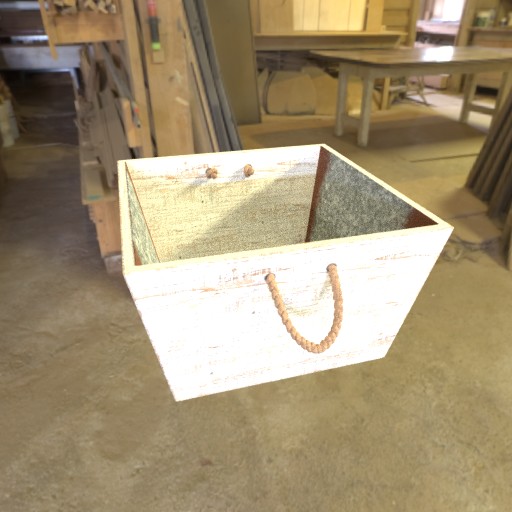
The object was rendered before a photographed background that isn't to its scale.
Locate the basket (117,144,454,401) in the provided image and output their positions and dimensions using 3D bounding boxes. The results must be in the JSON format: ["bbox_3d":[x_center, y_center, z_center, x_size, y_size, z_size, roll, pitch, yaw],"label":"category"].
[{"bbox_3d":[0.000,0.000,0.754,0.413,0.247,0.545,-8,30,-14],"label":"basket"}]
